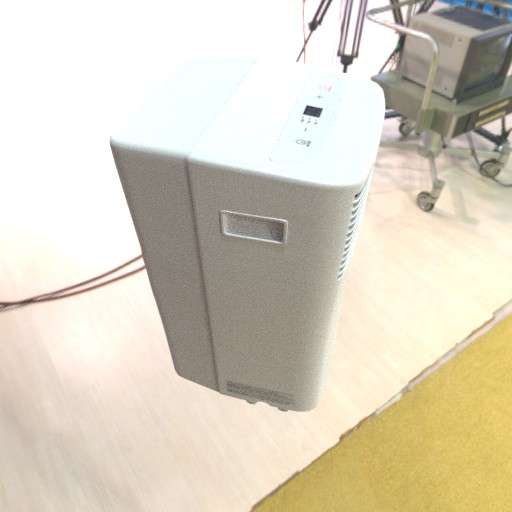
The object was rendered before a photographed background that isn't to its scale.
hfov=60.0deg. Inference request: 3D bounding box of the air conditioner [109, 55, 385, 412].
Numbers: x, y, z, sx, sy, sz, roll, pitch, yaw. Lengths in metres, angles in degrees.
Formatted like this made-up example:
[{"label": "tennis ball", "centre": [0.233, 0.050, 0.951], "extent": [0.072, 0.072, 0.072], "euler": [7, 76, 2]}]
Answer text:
[{"label": "air conditioner", "centre": [0.000, 0.000, 0.818], "extent": [0.349, 0.606, 0.304], "euler": [12, 47, 11]}]
